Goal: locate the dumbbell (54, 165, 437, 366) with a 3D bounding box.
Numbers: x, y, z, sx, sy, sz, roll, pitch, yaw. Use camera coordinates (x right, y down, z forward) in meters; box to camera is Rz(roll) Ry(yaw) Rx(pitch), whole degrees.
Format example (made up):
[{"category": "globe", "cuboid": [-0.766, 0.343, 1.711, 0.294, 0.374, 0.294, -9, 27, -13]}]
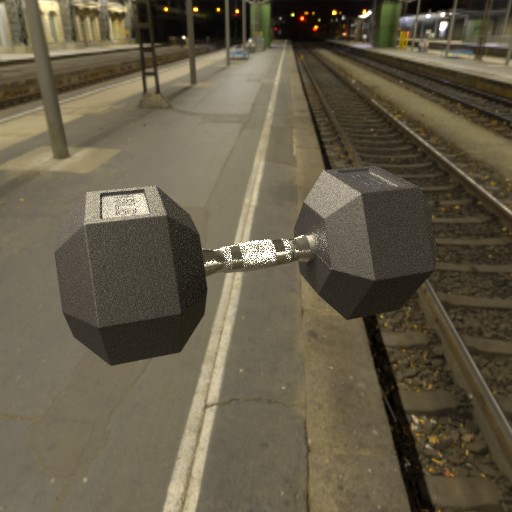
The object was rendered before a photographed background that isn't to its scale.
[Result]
[{"category": "dumbbell", "cuboid": [0.000, 0.000, 0.338, 0.271, 0.106, 0.122, -8, 28, -16]}]
